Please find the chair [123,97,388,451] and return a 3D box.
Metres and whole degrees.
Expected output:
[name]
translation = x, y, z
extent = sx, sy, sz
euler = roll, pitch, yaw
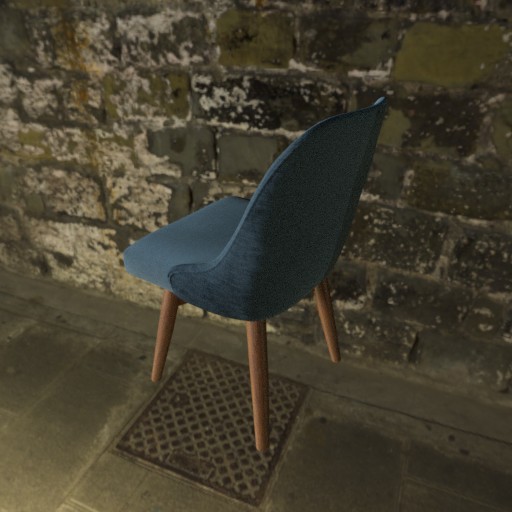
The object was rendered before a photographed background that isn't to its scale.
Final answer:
[chair]
translation = 0.000, 0.000, 1.236
extent = 0.589, 0.882, 0.503
euler = 21, 36, 31
